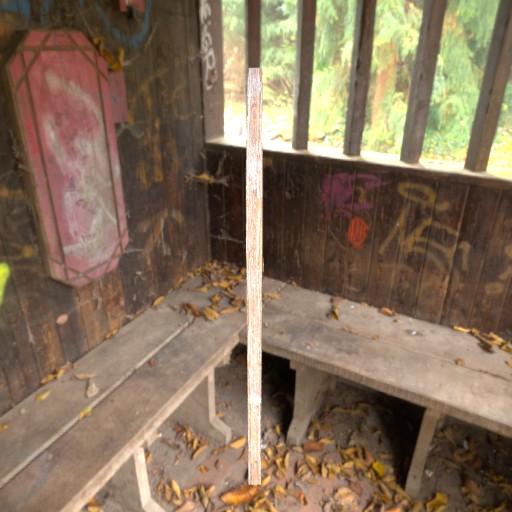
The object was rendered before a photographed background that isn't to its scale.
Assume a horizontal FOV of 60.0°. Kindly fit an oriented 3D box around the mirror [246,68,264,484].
[{"bbox_3d":[0.000,0.000,1.176,0.032,0.920,0.660,0,26,0],"label":"mirror"}]
